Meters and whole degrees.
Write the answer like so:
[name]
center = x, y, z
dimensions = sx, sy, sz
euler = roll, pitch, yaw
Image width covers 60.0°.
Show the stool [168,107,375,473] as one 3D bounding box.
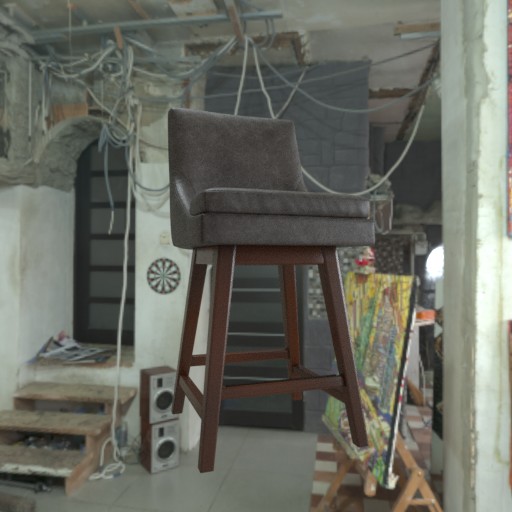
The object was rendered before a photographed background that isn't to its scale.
[stool]
center = 0.000, 0.000, 1.386
dimensions = 0.492, 1.046, 0.587
euler = 0, -1, -19
